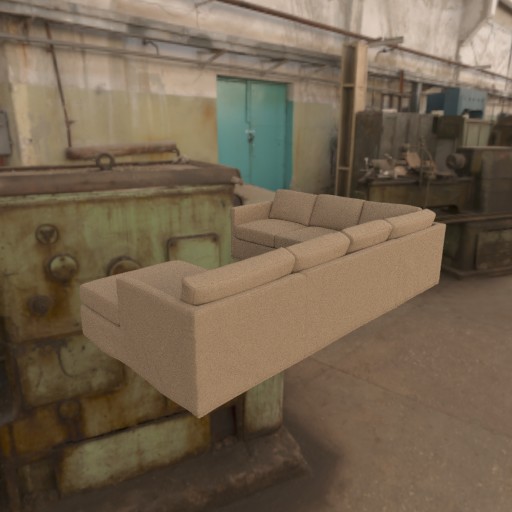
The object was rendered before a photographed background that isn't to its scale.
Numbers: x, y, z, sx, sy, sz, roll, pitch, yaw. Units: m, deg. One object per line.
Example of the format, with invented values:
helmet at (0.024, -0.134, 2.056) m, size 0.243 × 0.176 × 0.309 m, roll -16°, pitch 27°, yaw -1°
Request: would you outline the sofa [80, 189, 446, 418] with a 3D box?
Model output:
sofa at (0.000, 0.000, 4.550) m, size 3.460 × 0.882 × 2.427 m, roll -16°, pitch 23°, yaw -43°
